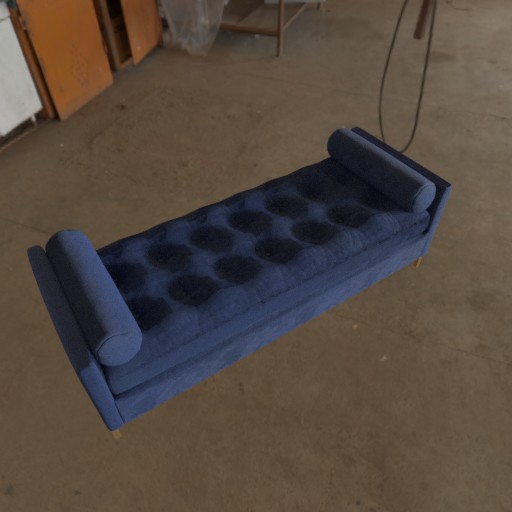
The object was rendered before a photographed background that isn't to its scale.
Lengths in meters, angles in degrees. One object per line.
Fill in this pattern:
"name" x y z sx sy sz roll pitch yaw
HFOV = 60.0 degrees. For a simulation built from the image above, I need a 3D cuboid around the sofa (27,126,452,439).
"sofa" 0.000 0.000 2.453 2.102 0.705 0.796 -25 50 -23
